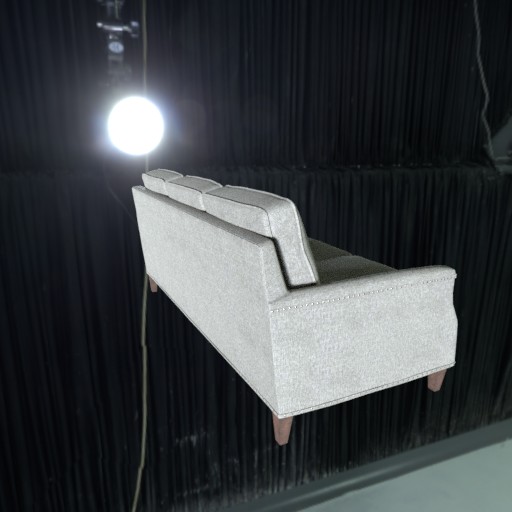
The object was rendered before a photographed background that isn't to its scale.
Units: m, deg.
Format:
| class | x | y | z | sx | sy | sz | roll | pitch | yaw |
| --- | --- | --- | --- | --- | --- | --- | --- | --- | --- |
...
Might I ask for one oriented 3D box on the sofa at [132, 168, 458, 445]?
| class | x | y | z | sx | sy | sz | roll | pitch | yaw |
| --- | --- | --- | --- | --- | --- | --- | --- | --- | --- |
| sofa | 0.000 | 0.000 | 2.802 | 1.084 | 1.003 | 2.246 | -7 | 17 | -26 |
